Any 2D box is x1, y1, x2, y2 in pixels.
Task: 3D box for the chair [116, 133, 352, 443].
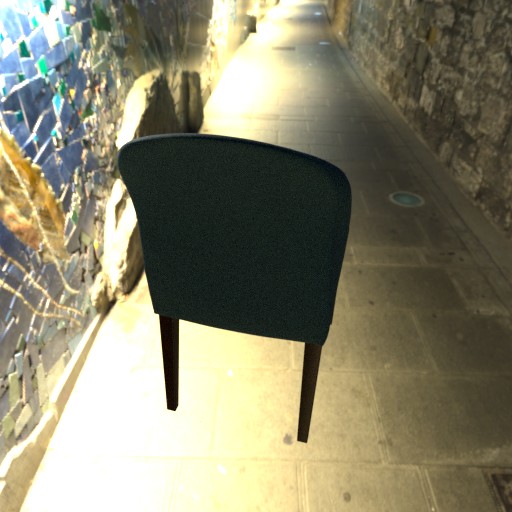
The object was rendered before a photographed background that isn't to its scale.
[{"bbox_3d":[0.000,0.000,1.268,0.507,0.879,0.620,8,34,13],"label":"chair"}]
